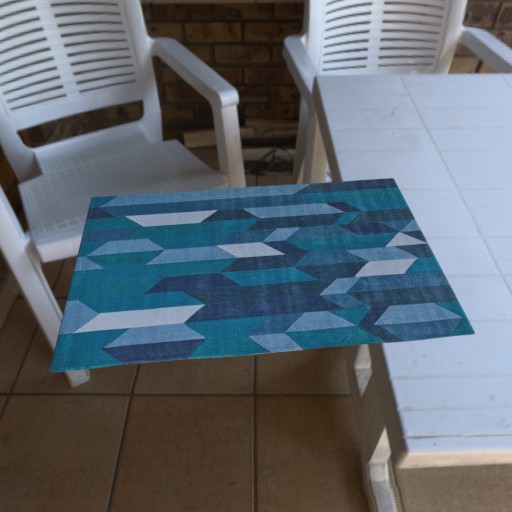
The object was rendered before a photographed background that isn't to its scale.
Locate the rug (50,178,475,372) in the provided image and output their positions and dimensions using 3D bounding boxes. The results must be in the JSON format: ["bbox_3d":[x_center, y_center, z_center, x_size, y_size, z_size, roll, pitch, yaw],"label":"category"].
[{"bbox_3d":[0.000,0.000,3.020,2.420,0.005,1.528,-4,46,-4],"label":"rug"}]
